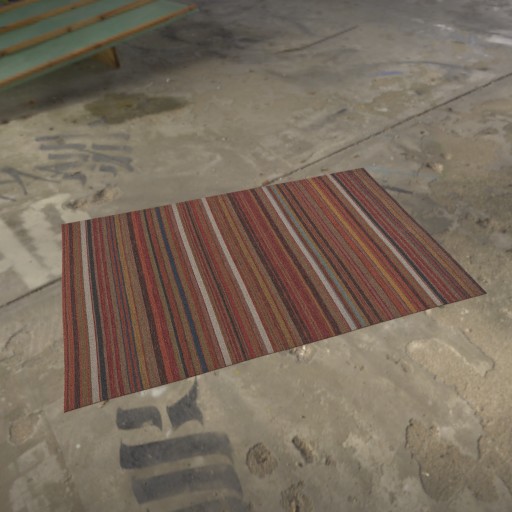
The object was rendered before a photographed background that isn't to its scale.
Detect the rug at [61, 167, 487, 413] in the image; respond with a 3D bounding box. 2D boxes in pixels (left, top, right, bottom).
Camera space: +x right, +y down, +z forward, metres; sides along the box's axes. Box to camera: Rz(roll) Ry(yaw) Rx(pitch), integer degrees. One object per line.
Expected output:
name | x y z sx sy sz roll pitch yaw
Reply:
rug | 0.000 0.000 2.926 2.438 0.008 1.523 -13 44 -14
